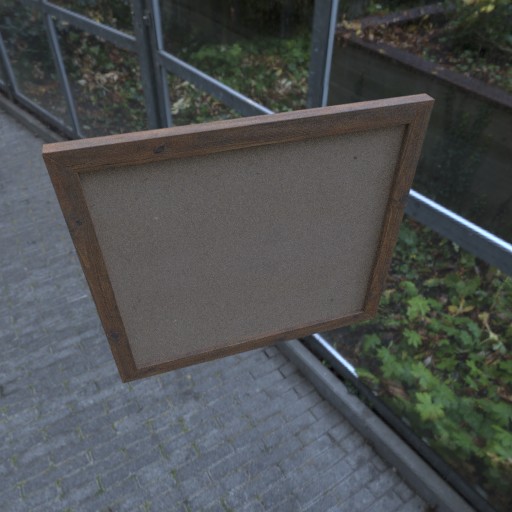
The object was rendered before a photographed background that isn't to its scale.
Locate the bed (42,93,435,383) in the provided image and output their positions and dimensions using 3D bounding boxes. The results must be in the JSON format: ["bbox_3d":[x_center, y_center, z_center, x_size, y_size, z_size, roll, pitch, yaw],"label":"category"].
[{"bbox_3d":[0.000,0.000,1.461,1.046,0.942,0.046,-12,43,-13],"label":"bed"}]
